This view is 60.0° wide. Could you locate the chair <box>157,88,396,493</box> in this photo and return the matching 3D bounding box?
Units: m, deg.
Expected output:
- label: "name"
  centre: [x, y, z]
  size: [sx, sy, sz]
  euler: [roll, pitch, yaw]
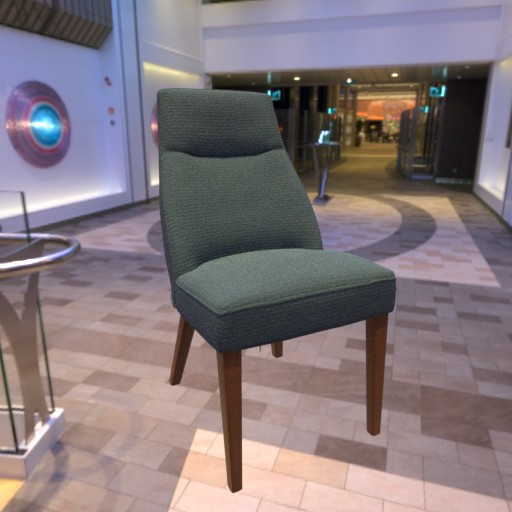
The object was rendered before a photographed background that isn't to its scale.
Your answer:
- label: "chair"
  centre: [0.000, 0.000, 1.260]
  size: [0.500, 0.930, 0.620]
  euler: [-8, 18, -27]
